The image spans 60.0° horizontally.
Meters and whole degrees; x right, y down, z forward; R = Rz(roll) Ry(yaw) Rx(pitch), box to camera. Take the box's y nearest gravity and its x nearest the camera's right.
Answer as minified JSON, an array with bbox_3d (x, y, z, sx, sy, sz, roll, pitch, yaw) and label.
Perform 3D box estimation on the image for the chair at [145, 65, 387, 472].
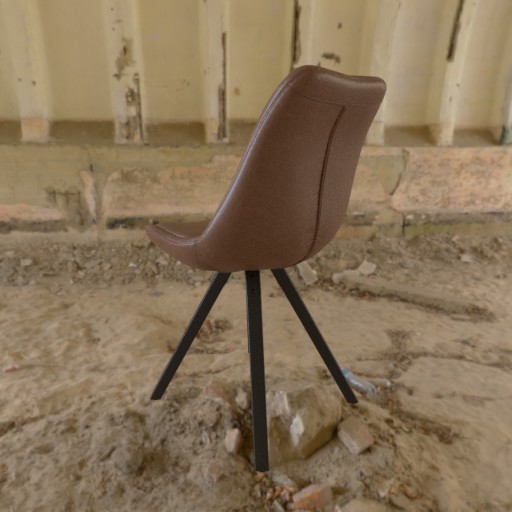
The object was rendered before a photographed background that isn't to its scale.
[{"bbox_3d":[0.000,0.000,1.157,0.550,0.850,0.475,14,21,43],"label":"chair"}]
